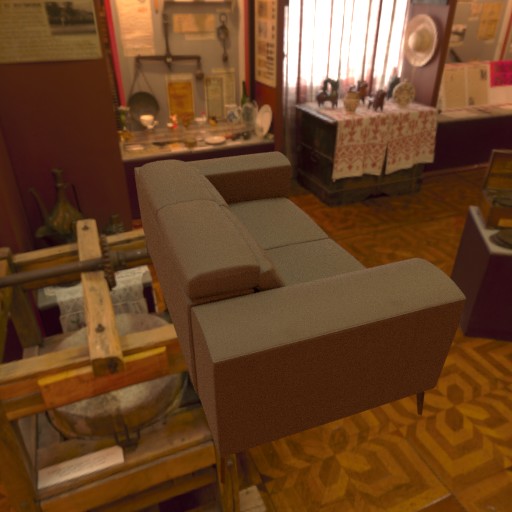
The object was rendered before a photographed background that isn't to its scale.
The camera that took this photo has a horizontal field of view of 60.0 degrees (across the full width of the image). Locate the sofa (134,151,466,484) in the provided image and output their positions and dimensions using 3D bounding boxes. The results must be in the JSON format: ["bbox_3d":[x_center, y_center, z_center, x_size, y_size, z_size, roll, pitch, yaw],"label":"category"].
[{"bbox_3d":[0.000,0.000,2.359,1.003,0.779,1.895,-11,32,-18],"label":"sofa"}]
